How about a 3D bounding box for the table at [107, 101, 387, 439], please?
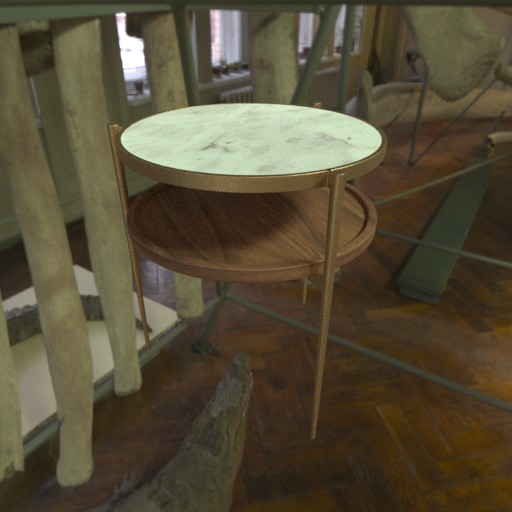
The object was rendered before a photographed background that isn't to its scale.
[{"bbox_3d":[0.000,0.000,0.847,0.430,0.493,0.456,19,35,29],"label":"table"}]
